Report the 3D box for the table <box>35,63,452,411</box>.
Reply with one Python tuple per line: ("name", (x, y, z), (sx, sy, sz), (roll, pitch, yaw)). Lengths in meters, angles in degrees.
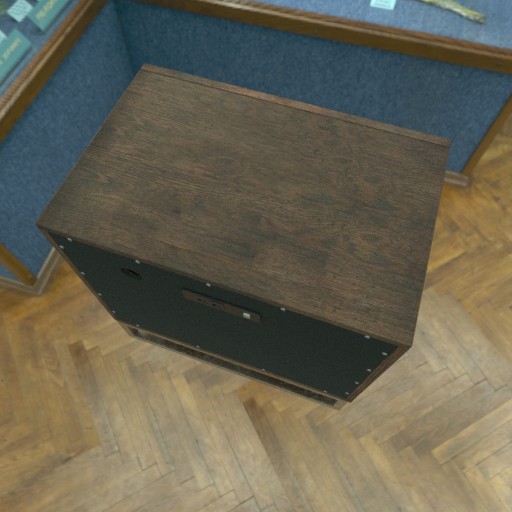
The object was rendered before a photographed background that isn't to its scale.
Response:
("table", (0.000, 0.000, 1.282), (0.767, 0.746, 0.542), (17, 64, 9))
